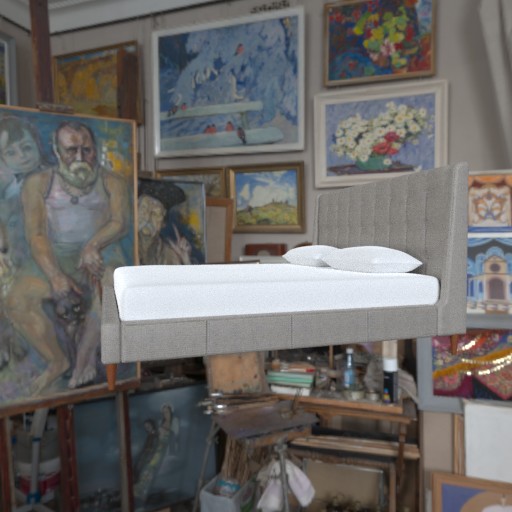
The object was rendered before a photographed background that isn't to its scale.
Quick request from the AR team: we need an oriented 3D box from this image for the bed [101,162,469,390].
[{"bbox_3d":[0.000,0.000,3.561,2.342,1.289,2.062,-1,2,-19],"label":"bed"}]
